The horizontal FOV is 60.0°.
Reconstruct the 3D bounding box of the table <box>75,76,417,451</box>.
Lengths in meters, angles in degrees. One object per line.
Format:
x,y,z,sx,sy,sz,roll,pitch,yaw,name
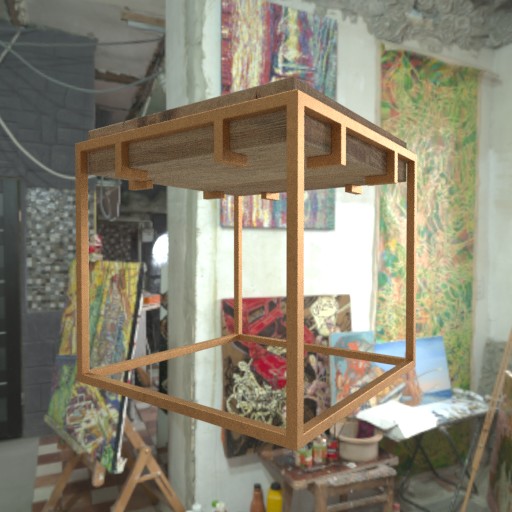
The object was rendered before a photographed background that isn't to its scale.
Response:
0.000,0.000,1.095,0.599,0.584,0.599,1,1,36,table
